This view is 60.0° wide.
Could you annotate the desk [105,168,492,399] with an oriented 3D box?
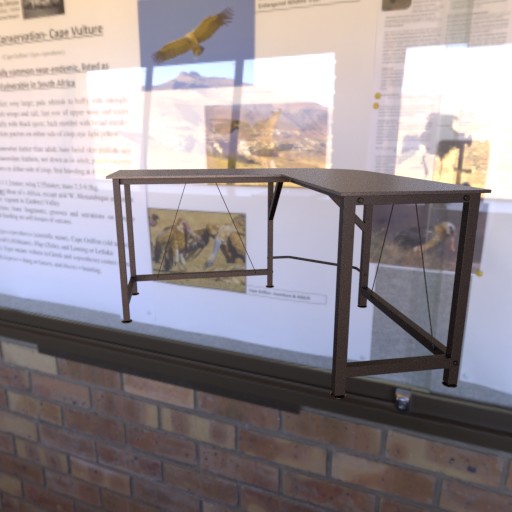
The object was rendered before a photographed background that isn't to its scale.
[{"bbox_3d":[0.000,0.000,2.167,1.400,0.762,1.400,-2,15,-9],"label":"desk"}]
